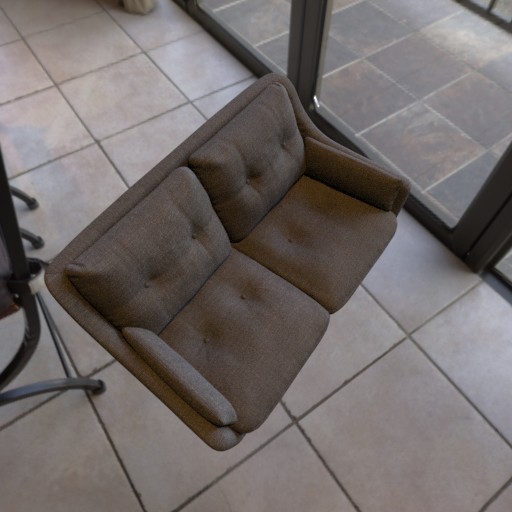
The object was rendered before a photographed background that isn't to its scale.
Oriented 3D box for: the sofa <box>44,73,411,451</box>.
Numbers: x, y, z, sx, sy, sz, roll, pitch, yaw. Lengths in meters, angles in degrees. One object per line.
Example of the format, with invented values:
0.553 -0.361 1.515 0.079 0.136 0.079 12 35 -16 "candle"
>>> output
0.000 0.000 2.208 0.976 0.887 1.646 32 64 18 "sofa"
